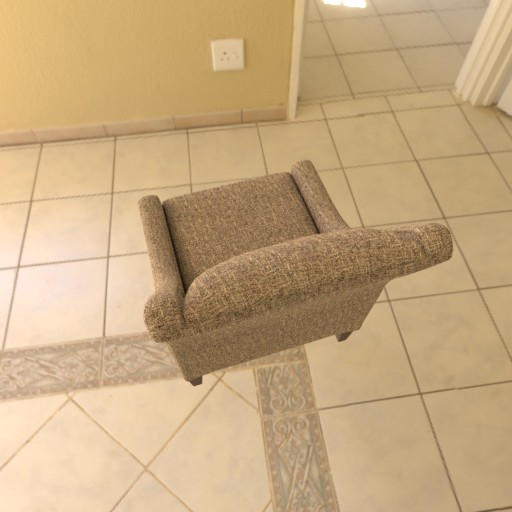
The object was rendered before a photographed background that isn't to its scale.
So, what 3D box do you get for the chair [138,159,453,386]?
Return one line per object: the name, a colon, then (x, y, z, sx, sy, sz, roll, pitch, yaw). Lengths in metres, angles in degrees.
chair: (0.000, 0.000, 1.630, 0.774, 1.014, 0.870, -15, 58, -9)
